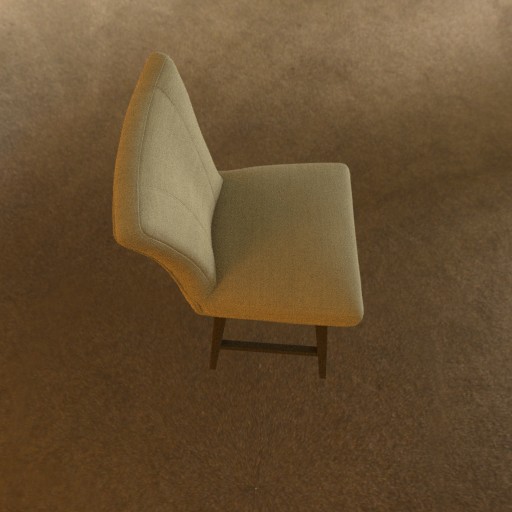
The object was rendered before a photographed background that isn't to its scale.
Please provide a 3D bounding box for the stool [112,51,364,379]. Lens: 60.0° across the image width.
[{"bbox_3d":[0.000,0.000,1.381,0.574,1.086,0.514,1,62,0],"label":"stool"}]
